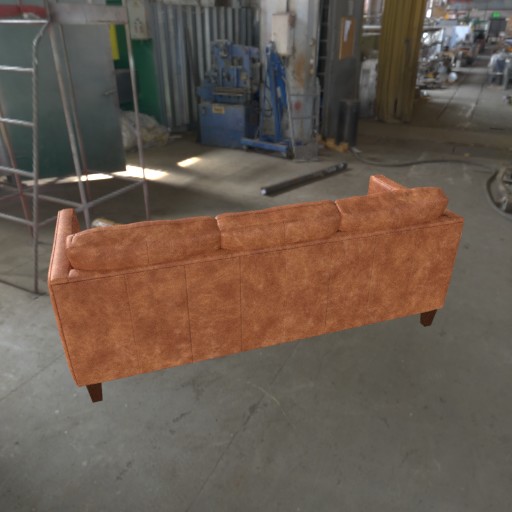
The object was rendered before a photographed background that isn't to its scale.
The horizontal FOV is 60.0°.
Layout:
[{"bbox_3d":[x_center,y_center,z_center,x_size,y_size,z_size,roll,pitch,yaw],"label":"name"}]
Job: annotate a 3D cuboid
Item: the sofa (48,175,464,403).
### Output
[{"bbox_3d":[0.000,0.000,3.019,2.464,1.006,1.045,-9,29,-16],"label":"sofa"}]
